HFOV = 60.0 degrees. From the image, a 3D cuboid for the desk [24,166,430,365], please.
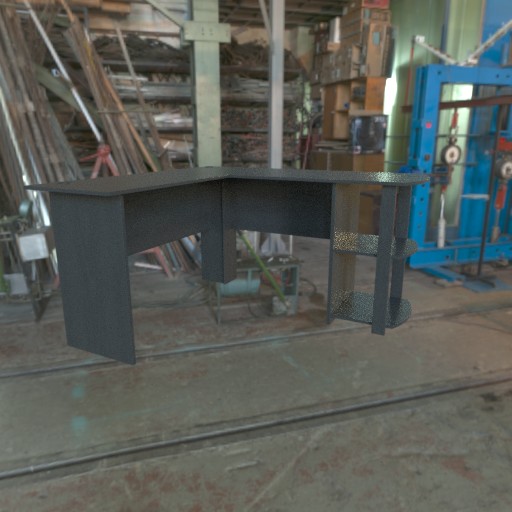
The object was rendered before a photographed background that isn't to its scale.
[{"bbox_3d":[0.000,0.000,2.072,1.361,0.716,1.303,8,17,27],"label":"desk"}]
